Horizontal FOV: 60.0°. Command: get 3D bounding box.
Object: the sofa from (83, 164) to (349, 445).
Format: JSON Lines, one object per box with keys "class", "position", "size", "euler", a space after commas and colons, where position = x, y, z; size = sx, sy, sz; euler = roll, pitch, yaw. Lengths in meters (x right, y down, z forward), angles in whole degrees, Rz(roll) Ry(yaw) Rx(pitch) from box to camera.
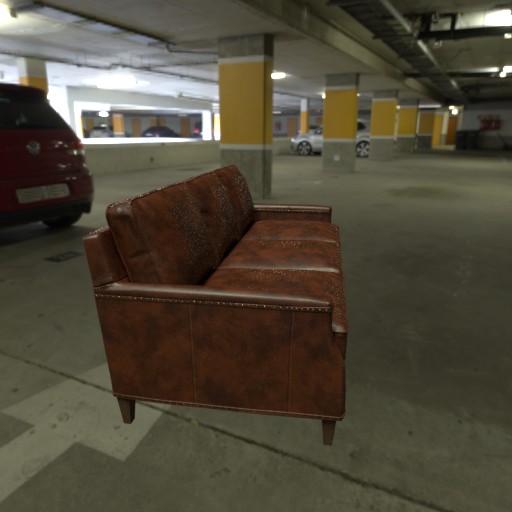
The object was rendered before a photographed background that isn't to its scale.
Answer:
{"class": "sofa", "position": [0.000, 0.000, 2.802], "size": [1.084, 1.003, 2.240], "euler": [3, 16, 9]}
